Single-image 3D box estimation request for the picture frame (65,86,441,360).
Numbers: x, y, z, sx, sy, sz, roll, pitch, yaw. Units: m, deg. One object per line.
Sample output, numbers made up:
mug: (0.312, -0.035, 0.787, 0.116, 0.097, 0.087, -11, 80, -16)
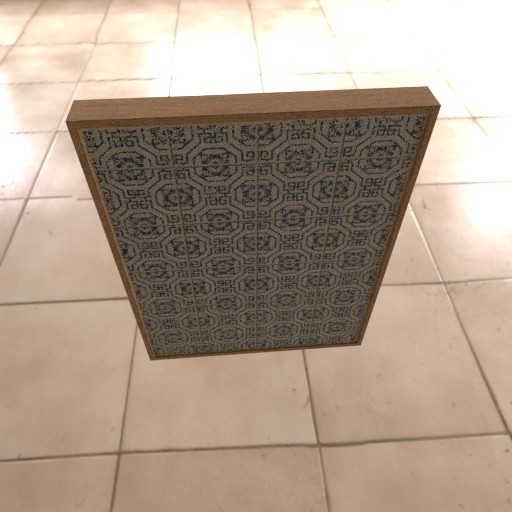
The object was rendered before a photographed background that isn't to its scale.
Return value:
picture frame: (0.000, 0.000, 0.705, 0.421, 0.526, 0.046, -3, 48, -3)
